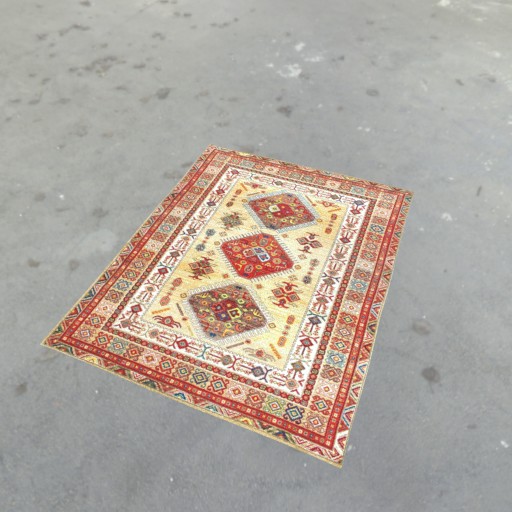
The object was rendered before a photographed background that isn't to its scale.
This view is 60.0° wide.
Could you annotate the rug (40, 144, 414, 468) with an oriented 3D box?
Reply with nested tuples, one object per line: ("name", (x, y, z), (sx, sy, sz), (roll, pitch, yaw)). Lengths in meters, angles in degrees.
("rug", (0.000, 0.000, 4.160), (2.460, 0.005, 3.067), (17, 49, 15))
